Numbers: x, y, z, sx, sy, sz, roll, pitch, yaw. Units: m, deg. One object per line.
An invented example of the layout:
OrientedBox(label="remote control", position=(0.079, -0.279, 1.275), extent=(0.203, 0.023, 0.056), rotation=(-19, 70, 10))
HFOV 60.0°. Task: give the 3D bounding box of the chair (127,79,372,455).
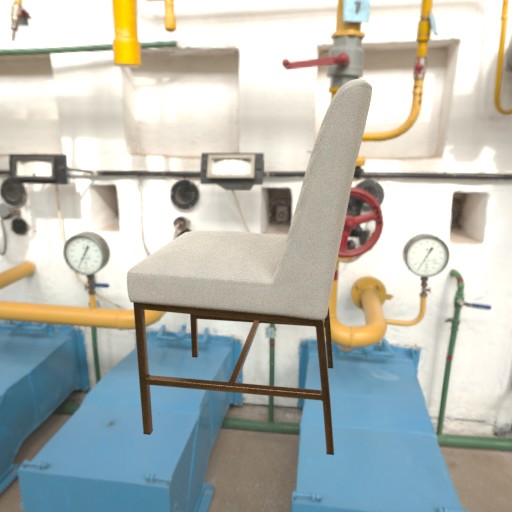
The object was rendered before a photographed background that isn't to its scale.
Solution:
OrientedBox(label="chair", position=(0.000, 0.000, 1.305), extent=(0.597, 0.933, 0.503), rotation=(2, 15, 9))
